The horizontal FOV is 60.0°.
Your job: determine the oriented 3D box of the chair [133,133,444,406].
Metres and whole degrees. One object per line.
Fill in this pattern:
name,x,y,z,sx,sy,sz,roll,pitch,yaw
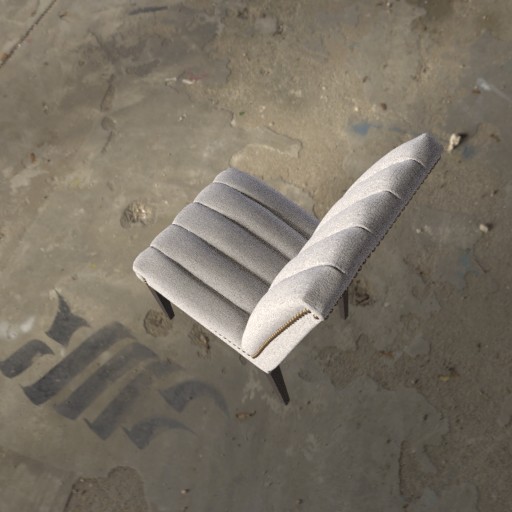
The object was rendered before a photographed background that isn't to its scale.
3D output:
chair,0.000,0.000,1.360,0.647,1.016,0.511,33,67,16
